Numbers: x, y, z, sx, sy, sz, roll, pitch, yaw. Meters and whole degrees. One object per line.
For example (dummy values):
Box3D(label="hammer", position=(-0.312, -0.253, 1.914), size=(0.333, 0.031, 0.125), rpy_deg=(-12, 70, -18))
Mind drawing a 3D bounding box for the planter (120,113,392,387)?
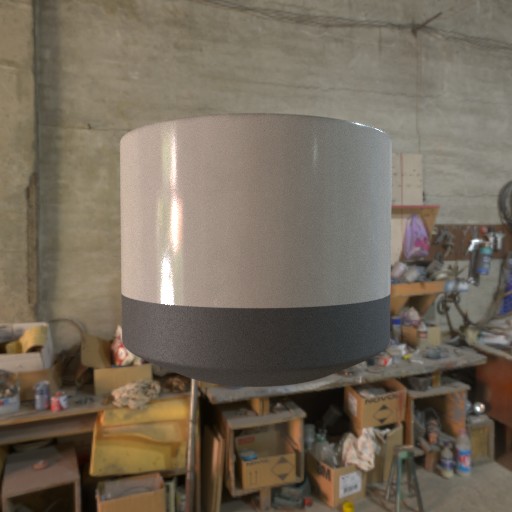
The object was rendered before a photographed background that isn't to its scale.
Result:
Box3D(label="planter", position=(0.000, 0.000, 0.221), size=(0.128, 0.105, 0.128), rpy_deg=(0, 2, 0))
